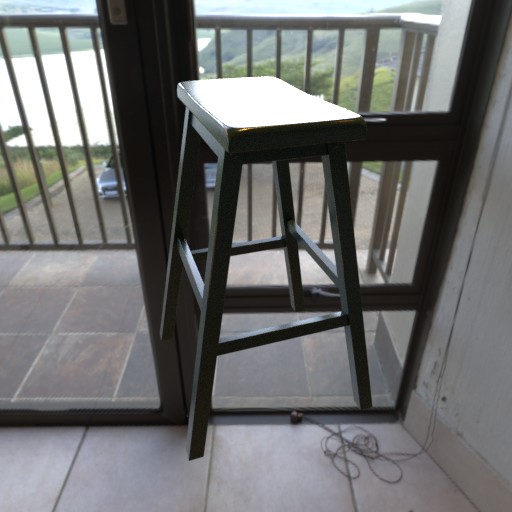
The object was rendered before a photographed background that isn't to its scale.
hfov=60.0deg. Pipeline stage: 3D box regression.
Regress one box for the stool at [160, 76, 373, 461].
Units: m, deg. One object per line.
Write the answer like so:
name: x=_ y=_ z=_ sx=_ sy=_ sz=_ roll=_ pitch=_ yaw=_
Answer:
stool: x=0.000 y=0.000 z=1.068 sx=0.476 sy=0.737 sz=0.457 roll=-10 pitch=32 yaw=-16
